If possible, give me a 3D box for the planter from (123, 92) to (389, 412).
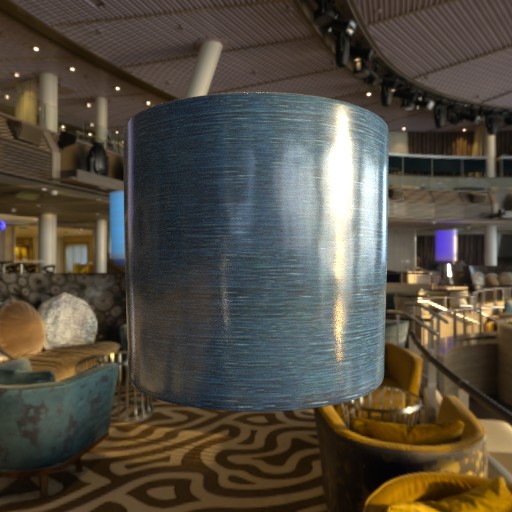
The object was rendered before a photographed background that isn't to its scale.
[{"bbox_3d":[0.000,0.000,0.385,0.221,0.201,0.221,0,-1,0],"label":"planter"}]
